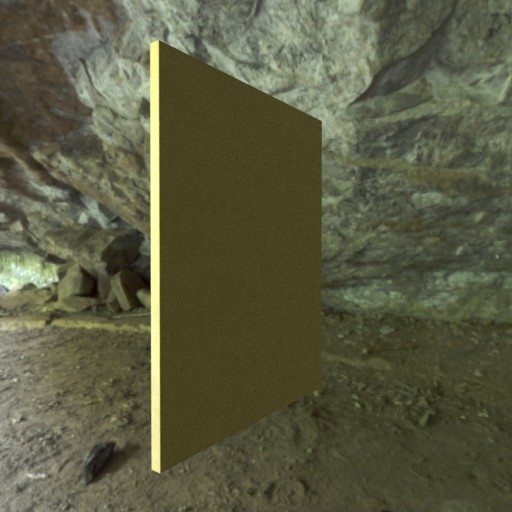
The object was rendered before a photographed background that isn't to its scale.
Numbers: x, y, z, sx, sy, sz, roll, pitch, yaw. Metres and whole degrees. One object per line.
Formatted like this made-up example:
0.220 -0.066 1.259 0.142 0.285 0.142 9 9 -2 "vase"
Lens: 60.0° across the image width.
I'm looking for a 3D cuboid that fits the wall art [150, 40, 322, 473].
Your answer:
0.000 0.000 1.355 0.030 1.002 0.798 1 1 36 "wall art"
